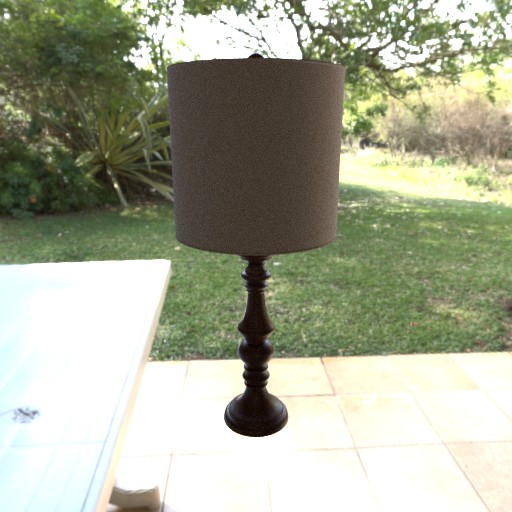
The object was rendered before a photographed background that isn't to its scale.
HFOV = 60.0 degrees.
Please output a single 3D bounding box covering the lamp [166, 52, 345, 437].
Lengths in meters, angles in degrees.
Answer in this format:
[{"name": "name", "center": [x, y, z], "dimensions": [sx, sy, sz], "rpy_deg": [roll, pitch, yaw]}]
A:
[{"name": "lamp", "center": [0.000, 0.000, 0.709], "dimensions": [0.250, 0.597, 0.250], "rpy_deg": [-3, 17, -9]}]
